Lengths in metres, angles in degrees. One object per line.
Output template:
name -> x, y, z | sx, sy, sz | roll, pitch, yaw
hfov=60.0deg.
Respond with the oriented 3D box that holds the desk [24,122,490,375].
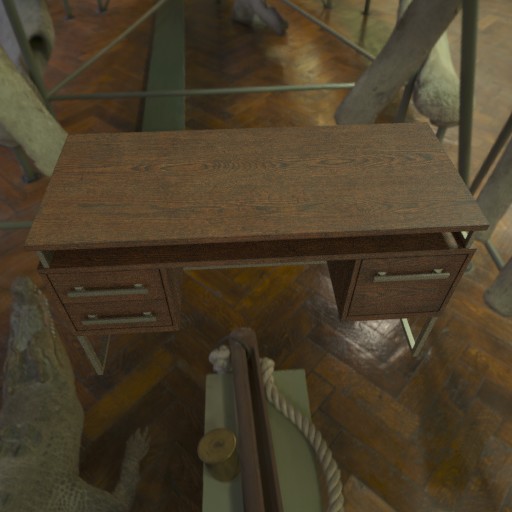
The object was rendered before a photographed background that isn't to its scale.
desk -> 0.000, 0.000, 1.791 | 1.384, 0.792, 0.610 | -3, 48, -2
